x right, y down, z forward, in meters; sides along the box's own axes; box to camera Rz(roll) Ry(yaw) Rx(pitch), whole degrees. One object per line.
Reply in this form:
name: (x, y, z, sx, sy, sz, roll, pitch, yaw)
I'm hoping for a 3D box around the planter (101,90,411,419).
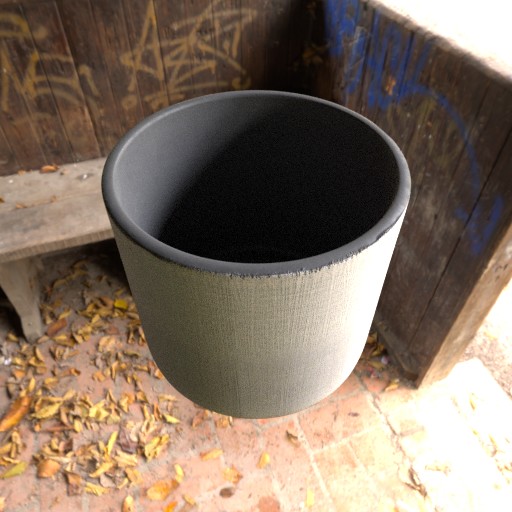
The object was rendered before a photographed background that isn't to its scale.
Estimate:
planter: (0.000, 0.000, 0.389, 0.221, 0.201, 0.221, 0, 47, 0)
